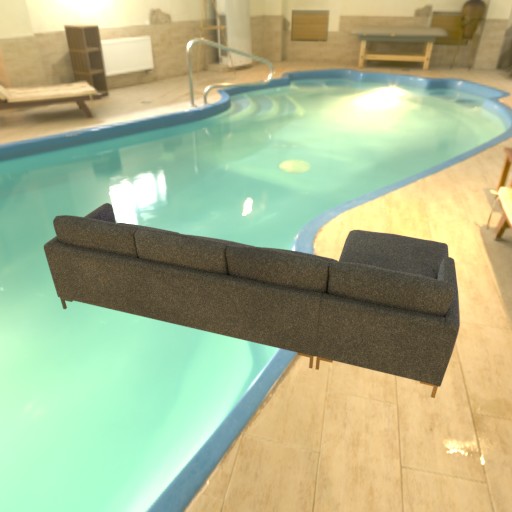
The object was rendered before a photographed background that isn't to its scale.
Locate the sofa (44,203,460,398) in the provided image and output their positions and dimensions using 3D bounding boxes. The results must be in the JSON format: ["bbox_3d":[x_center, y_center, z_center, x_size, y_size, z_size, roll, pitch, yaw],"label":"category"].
[{"bbox_3d":[0.000,0.000,3.520,2.932,0.810,1.350,10,33,16],"label":"sofa"}]
